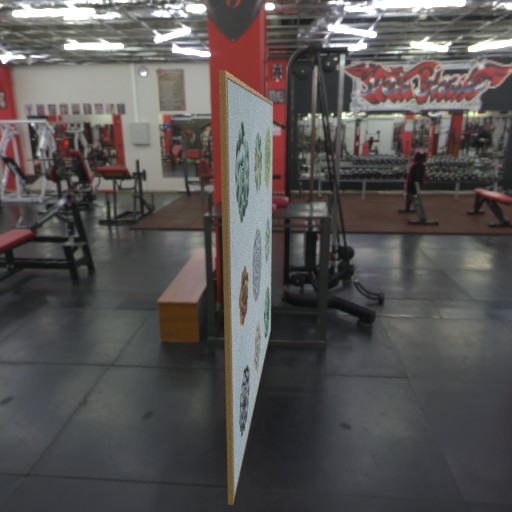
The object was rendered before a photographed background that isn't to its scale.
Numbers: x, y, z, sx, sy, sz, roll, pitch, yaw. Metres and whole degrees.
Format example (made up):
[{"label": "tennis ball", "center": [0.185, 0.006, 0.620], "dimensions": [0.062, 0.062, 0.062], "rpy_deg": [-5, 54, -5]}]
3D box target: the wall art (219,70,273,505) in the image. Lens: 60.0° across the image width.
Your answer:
[{"label": "wall art", "center": [0.000, 0.000, 1.382], "dimensions": [0.013, 0.959, 0.962], "rpy_deg": [2, 16, 7]}]
